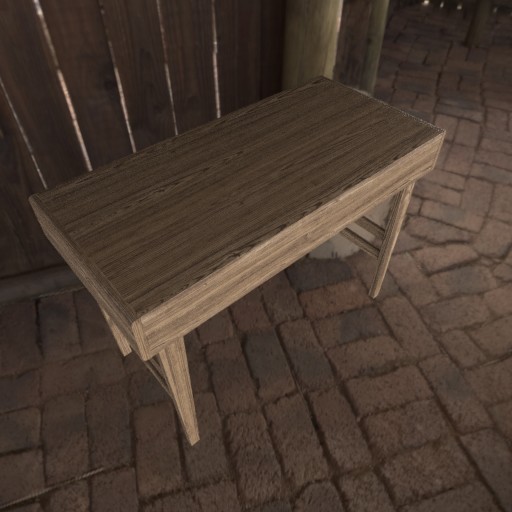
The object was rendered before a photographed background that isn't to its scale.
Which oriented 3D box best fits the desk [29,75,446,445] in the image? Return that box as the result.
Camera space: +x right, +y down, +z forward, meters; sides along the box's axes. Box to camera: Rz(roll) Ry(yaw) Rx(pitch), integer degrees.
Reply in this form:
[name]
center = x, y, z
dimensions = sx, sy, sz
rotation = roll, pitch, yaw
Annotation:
[desk]
center = 0.000, 0.000, 1.482
dimensions = 1.067, 0.755, 0.508
rotation = -32, 54, -27
